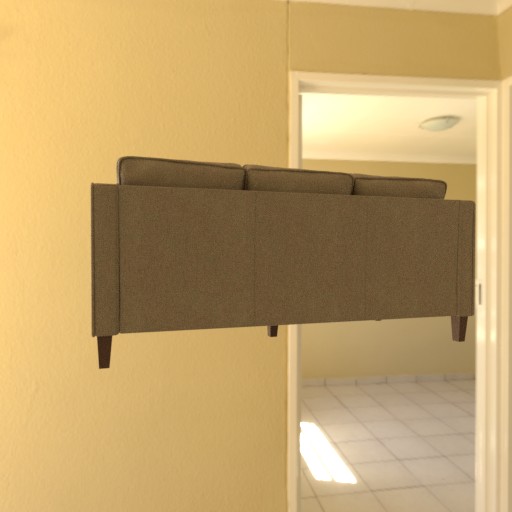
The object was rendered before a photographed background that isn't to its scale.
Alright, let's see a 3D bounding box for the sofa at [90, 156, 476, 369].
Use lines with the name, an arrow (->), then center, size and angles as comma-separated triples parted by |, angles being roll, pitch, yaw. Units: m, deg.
sofa -> 0.000, 0.000, 3.319 | 2.317, 1.081, 1.858 | 0, 0, -18
